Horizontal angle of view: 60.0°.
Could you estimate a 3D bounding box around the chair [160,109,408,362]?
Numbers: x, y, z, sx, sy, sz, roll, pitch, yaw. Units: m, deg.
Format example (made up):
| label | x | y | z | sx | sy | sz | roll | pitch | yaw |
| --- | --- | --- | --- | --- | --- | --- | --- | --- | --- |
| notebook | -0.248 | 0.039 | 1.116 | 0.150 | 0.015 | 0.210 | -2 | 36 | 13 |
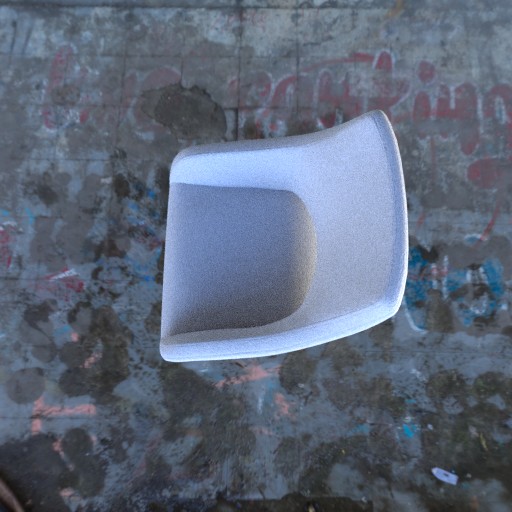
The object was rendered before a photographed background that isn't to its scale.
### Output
| label | x | y | z | sx | sy | sz | roll | pitch | yaw |
| --- | --- | --- | --- | --- | --- | --- | --- | --- | --- |
| chair | 0.000 | 0.000 | 1.300 | 0.600 | 0.889 | 0.609 | 0 | 76 | 0 |
